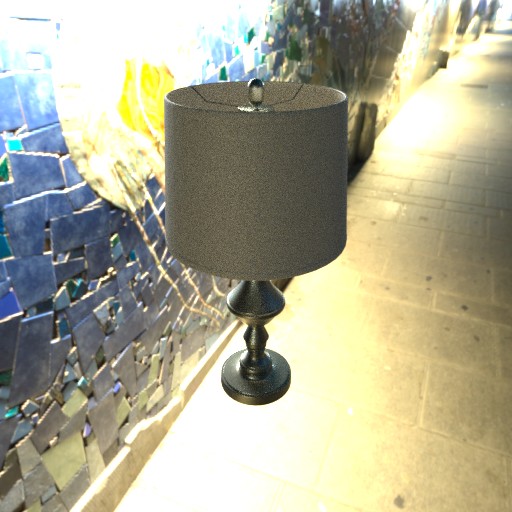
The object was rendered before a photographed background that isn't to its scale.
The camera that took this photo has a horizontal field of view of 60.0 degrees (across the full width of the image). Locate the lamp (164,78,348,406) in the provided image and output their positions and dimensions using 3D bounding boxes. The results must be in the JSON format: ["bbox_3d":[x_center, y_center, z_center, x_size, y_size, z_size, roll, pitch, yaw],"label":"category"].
[{"bbox_3d":[0.000,0.000,0.978,0.383,0.733,0.383,0,29,0],"label":"lamp"}]
